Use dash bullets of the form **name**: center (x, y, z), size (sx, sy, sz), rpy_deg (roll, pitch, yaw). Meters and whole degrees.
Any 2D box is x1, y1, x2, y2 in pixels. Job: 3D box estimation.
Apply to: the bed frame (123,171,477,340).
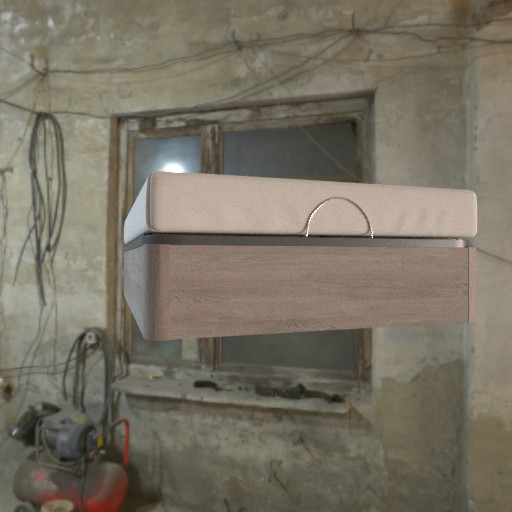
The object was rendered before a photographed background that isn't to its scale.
- **bed frame**: center (0.000, 0.000, 2.548), size (1.400, 0.561, 1.900), rpy_deg (0, 0, -19)
